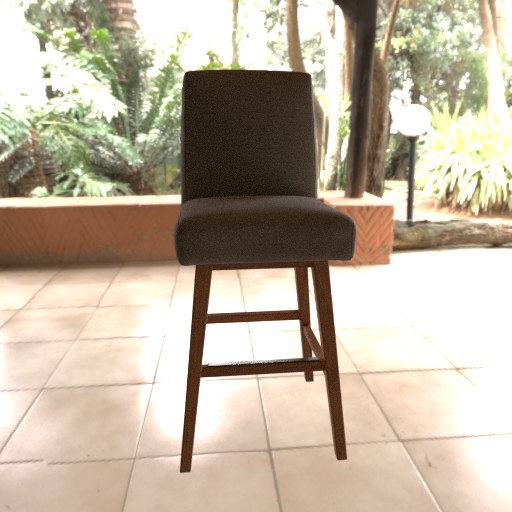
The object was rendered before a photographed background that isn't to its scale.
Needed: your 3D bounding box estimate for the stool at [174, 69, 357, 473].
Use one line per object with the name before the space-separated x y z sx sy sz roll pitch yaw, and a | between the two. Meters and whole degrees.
stool | 0.000 0.000 1.348 0.483 1.112 0.570 -2 16 -6
